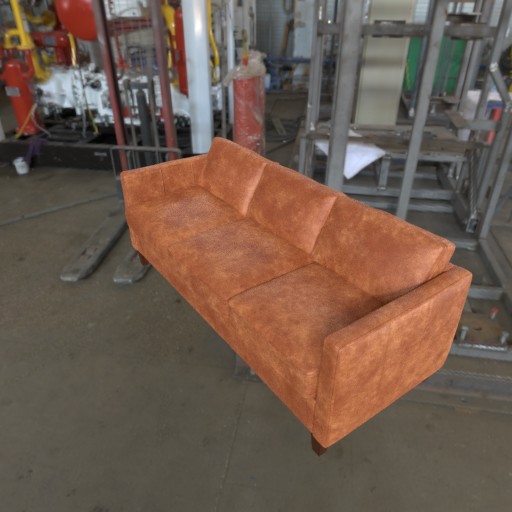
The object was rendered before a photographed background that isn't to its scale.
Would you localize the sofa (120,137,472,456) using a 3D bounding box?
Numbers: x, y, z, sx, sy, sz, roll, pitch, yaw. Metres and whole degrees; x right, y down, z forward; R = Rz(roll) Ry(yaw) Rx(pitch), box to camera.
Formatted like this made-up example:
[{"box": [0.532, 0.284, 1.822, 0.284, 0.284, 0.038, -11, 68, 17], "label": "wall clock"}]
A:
[{"box": [0.000, 0.000, 3.035, 1.045, 1.006, 2.464, -21, 37, -30], "label": "sofa"}]
